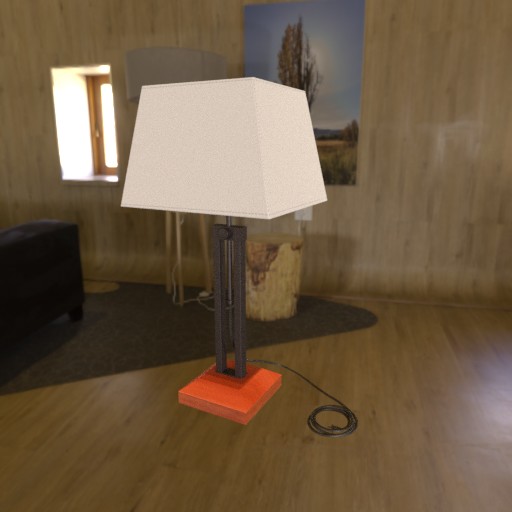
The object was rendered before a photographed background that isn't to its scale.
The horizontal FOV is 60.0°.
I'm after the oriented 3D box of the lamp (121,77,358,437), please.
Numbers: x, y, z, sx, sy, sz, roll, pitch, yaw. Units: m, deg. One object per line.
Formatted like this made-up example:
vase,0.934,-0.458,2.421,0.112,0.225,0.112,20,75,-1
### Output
lamp,0.000,0.000,0.999,0.498,0.737,0.310,8,16,28
